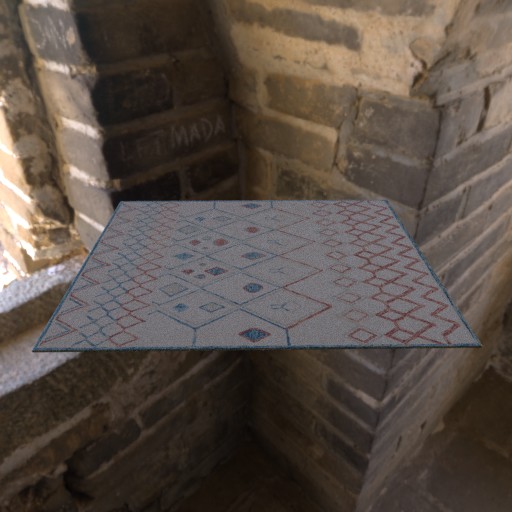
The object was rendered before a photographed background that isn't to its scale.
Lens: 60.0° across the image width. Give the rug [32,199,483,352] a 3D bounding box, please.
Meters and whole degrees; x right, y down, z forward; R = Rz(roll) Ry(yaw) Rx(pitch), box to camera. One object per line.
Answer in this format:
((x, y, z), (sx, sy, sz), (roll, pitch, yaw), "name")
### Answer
((0.000, 0.000, 4.031), (3.050, 0.016, 2.441), (0, 31, -1), "rug")
